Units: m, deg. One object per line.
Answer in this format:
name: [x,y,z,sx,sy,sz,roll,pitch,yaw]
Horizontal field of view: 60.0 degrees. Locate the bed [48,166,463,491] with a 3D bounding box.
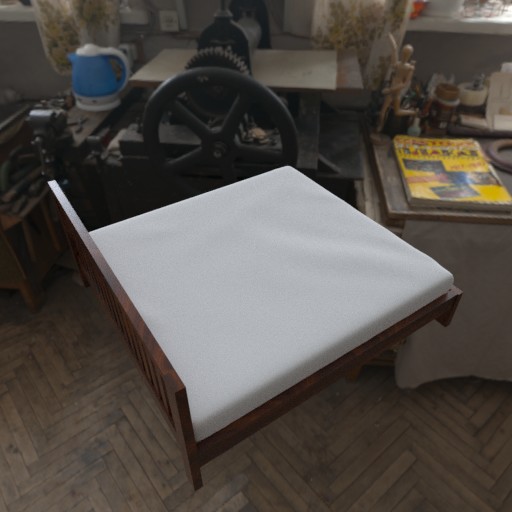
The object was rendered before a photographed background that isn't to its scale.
bed: [0.000,0.000,3.032,2.030,0.890,1.905,-23,45,-25]
